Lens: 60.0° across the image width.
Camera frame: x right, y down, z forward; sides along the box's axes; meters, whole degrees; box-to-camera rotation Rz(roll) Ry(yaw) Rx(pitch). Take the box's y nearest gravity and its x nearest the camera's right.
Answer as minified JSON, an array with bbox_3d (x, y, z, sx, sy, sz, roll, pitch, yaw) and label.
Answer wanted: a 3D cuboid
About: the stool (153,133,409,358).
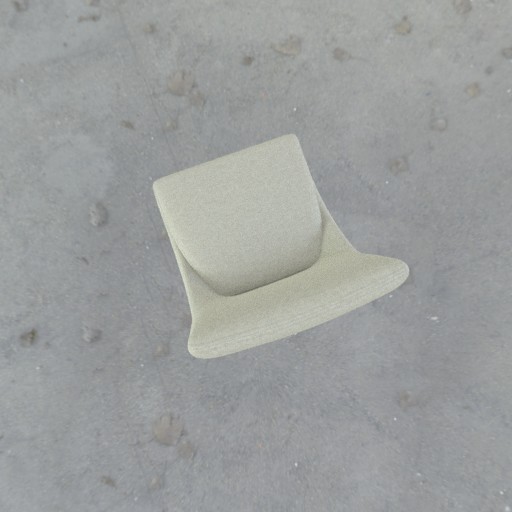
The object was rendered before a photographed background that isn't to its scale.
[{"bbox_3d":[0.000,0.000,1.400,0.470,1.092,0.559,-20,78,-5],"label":"stool"}]
